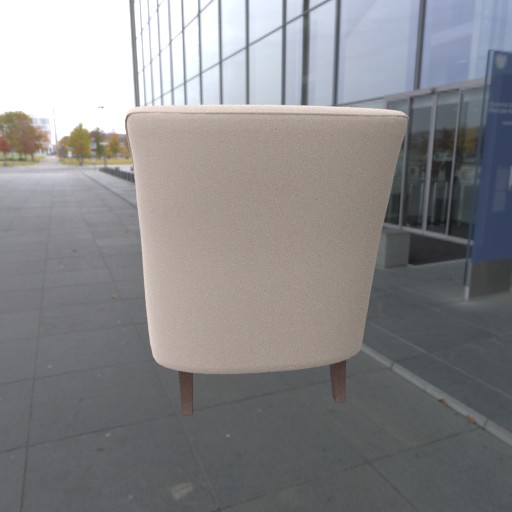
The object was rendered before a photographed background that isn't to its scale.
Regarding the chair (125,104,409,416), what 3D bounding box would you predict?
[{"bbox_3d":[0.000,0.000,1.534,0.756,0.916,0.879,-2,13,-8],"label":"chair"}]
